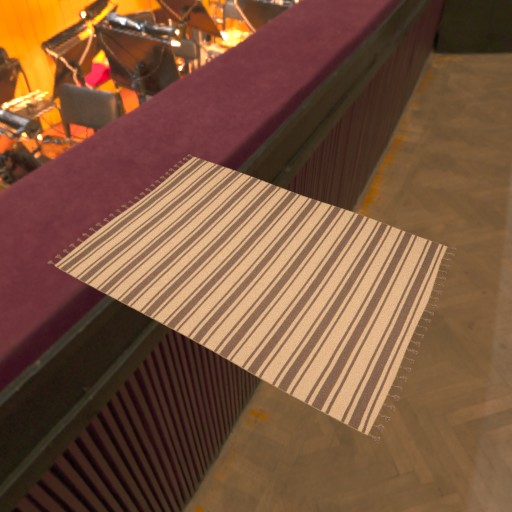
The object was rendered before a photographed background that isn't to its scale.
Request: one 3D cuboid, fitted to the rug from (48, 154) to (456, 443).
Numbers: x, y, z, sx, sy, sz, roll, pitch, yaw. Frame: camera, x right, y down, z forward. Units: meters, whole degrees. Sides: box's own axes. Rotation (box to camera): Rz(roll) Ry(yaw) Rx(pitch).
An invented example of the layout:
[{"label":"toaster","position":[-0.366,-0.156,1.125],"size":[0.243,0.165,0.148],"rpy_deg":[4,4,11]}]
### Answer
[{"label":"rug","position":[0.000,0.000,3.903],"size":[3.040,0.017,2.030],"rpy_deg":[23,49,22]}]
